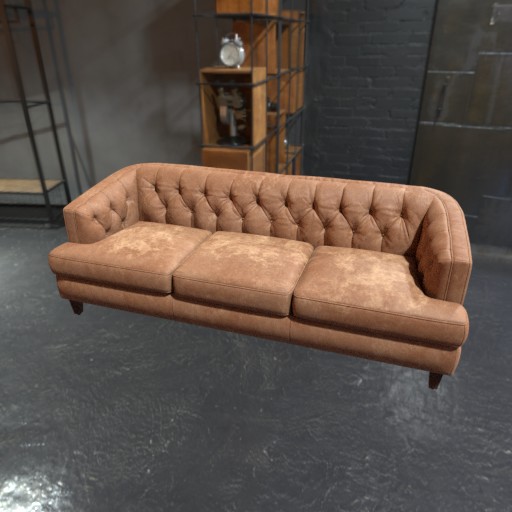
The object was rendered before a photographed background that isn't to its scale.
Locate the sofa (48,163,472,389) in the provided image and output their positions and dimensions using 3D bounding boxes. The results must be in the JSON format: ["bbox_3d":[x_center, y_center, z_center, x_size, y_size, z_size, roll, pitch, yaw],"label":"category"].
[{"bbox_3d":[0.000,0.000,2.627,2.257,0.791,0.922,8,27,16],"label":"sofa"}]
